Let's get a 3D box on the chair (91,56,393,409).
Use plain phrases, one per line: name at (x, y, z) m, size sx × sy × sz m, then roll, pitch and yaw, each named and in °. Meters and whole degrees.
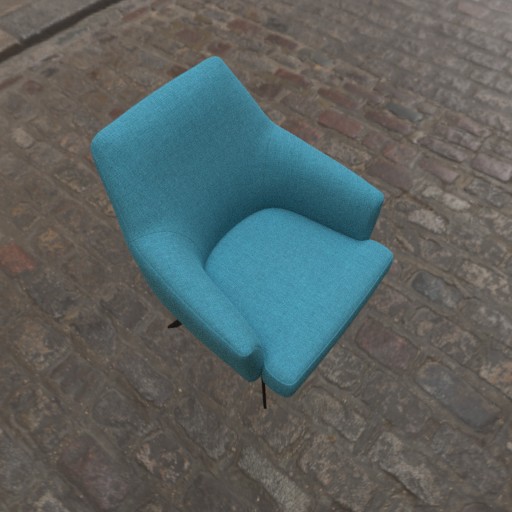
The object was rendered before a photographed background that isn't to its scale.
chair at (0.000, 0.000, 1.343) m, size 0.677 × 0.874 × 0.642 m, roll 35°, pitch 63°, yaw 20°
